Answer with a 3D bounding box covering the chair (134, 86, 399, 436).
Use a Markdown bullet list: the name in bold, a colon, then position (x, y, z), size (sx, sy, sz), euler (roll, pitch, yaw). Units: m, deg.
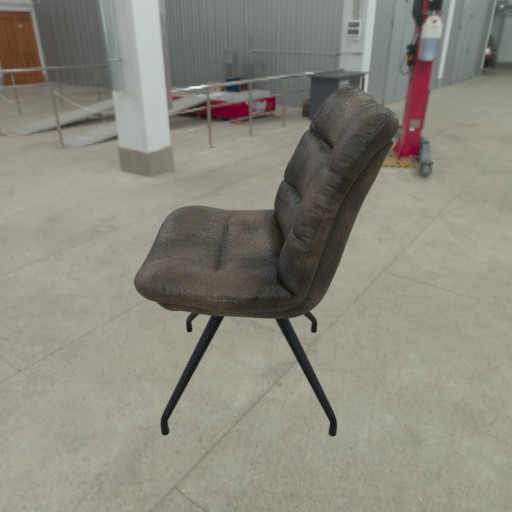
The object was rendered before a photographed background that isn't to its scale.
- **chair**: position (0.000, 0.000, 1.261), size (0.622, 0.870, 0.549), euler (0, 27, 0)
